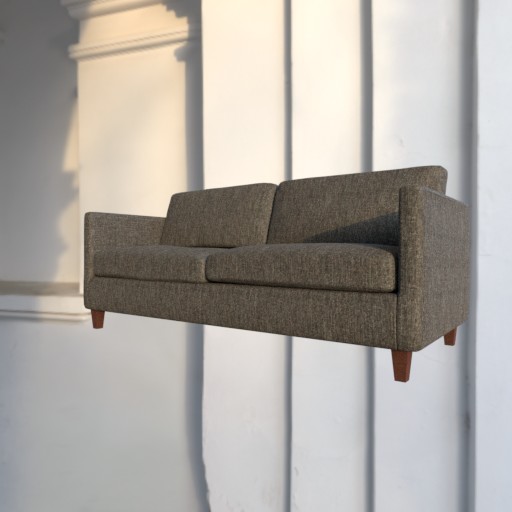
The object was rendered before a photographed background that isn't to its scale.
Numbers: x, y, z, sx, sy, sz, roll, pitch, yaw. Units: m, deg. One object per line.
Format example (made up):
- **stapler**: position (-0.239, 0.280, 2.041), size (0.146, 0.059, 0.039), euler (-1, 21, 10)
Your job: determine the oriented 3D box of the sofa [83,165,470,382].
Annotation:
- **sofa**: position (0.000, 0.000, 2.665), size (2.208, 0.960, 0.948), euler (1, 1, 36)
